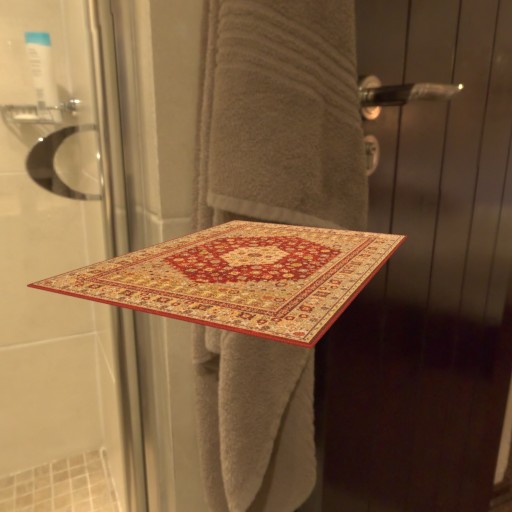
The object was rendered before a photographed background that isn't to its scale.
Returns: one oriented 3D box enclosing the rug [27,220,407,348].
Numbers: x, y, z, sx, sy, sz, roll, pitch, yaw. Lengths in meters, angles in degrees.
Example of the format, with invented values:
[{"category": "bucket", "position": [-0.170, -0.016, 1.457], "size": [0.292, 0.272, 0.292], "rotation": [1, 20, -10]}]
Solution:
[{"category": "rug", "position": [0.000, 0.000, 2.945], "size": [1.593, 0.013, 2.211], "rotation": [7, 16, 26]}]
